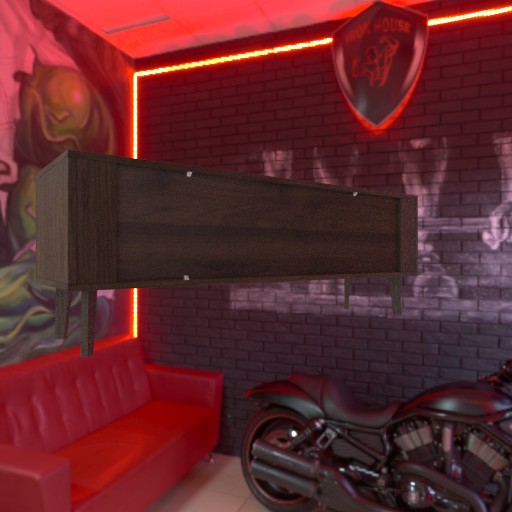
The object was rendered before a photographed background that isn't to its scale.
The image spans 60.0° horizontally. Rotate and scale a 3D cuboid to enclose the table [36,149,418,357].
[{"bbox_3d":[0.000,0.000,1.624,1.397,0.508,0.405,0,0,-36],"label":"table"}]
